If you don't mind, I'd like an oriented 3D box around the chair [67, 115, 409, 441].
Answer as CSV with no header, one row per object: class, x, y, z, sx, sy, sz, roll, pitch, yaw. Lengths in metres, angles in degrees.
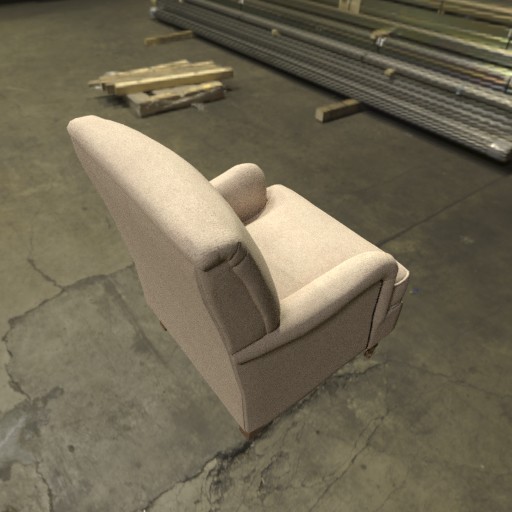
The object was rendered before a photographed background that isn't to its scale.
chair,0.000,0.000,1.749,0.953,1.119,0.879,-26,47,-27
